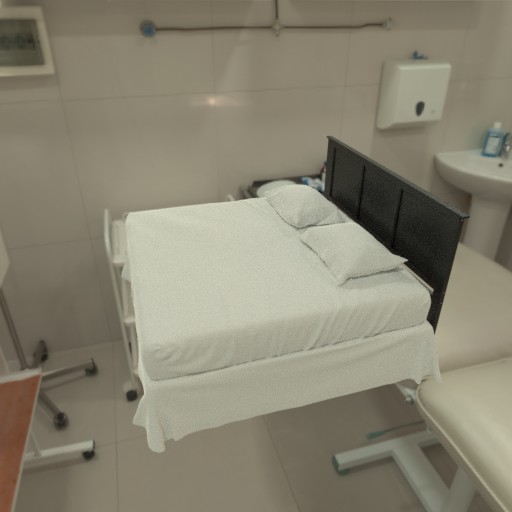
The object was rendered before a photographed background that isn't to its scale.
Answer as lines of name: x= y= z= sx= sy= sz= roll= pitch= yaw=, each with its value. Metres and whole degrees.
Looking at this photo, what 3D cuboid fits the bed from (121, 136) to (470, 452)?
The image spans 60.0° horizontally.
bed: x=0.000 y=0.000 z=3.603 sx=2.219 sy=1.271 sz=2.315 roll=-9 pitch=31 yaw=-15
